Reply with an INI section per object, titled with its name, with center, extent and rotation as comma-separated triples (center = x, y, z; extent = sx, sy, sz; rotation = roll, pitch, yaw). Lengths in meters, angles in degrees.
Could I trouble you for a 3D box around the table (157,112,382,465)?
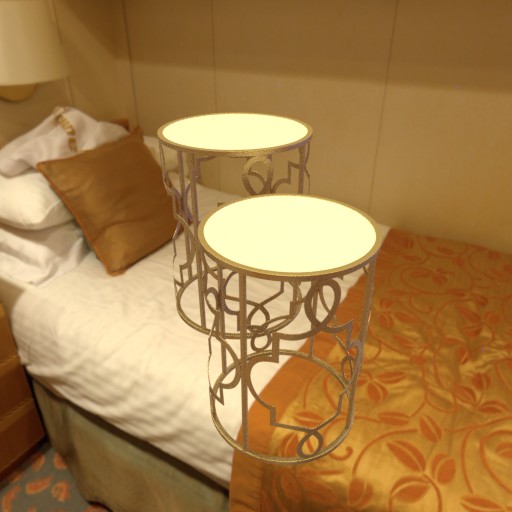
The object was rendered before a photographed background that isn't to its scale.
[table]
center = 0.000, 0.000, 1.173
extent = 0.420, 0.564, 0.846
rotation = -8, 31, -13
